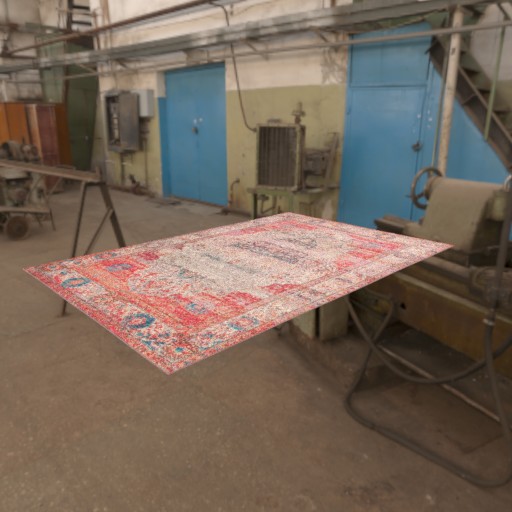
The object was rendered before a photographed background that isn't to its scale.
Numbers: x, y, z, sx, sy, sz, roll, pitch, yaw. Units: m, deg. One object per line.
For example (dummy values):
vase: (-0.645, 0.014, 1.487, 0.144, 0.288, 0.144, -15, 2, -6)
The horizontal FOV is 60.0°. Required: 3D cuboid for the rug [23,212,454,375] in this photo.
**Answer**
rug: (0.000, 0.000, 2.232, 1.829, 0.006, 1.219, -16, 24, -41)
